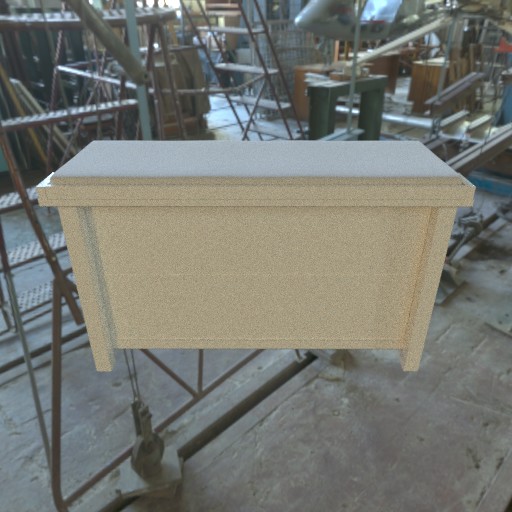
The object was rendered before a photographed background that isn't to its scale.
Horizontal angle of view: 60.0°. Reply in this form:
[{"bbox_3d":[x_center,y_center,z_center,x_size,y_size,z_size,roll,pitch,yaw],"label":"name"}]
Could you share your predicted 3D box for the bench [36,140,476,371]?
[{"bbox_3d":[0.000,0.000,1.274,0.987,0.589,0.346,0,30,0],"label":"bench"}]
